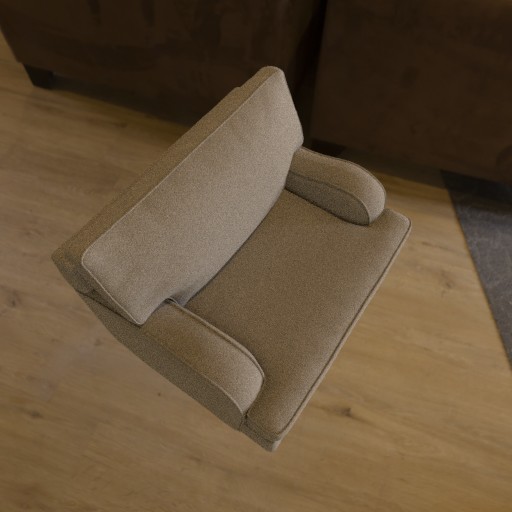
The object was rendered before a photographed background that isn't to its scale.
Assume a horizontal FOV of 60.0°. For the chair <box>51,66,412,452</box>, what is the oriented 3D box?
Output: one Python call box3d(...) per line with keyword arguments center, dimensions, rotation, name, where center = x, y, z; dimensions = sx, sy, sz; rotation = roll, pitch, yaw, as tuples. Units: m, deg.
box3d(center=(0.000, 0.000, 1.983), dimensions=(1.040, 1.016, 1.220), rotation=(30, 63, 18), name="chair")
